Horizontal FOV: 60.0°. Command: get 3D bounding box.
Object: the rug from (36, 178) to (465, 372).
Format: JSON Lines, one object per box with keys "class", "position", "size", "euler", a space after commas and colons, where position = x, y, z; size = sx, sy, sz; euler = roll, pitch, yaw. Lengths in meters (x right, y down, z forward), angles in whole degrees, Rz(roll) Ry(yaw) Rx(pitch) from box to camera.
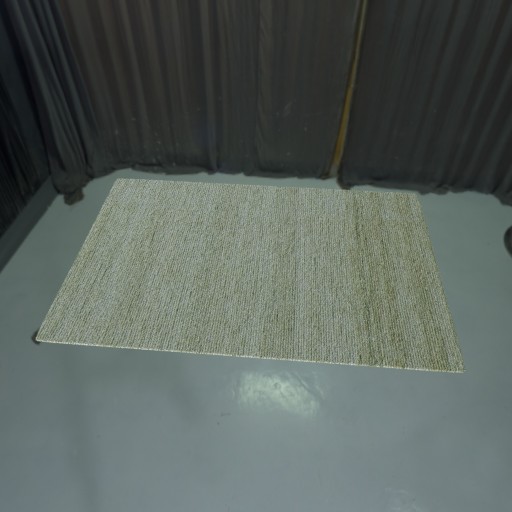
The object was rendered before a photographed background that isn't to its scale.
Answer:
{"class": "rug", "position": [0.000, 0.000, 2.187], "size": [1.758, 0.010, 1.143], "euler": [3, 46, 3]}
